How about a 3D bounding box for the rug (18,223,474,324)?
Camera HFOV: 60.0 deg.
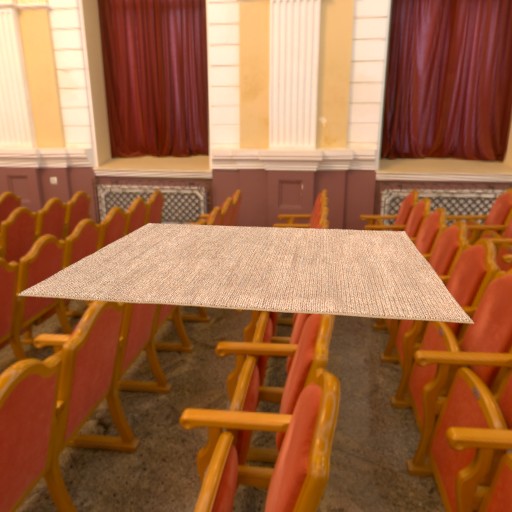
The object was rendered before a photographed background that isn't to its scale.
[{"bbox_3d":[0.000,0.000,4.061,3.052,0.030,2.429,2,16,8],"label":"rug"}]
